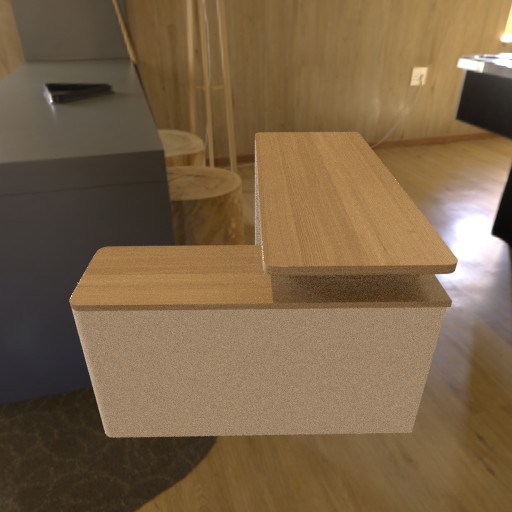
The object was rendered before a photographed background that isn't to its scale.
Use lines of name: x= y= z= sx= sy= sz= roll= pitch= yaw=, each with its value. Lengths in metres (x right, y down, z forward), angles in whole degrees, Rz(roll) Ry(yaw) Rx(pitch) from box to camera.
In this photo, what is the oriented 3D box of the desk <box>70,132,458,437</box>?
desk: x=0.000 y=0.000 z=2.075 sx=1.175 sy=0.770 sz=1.400 roll=-1 pitch=31 yaw=-1
